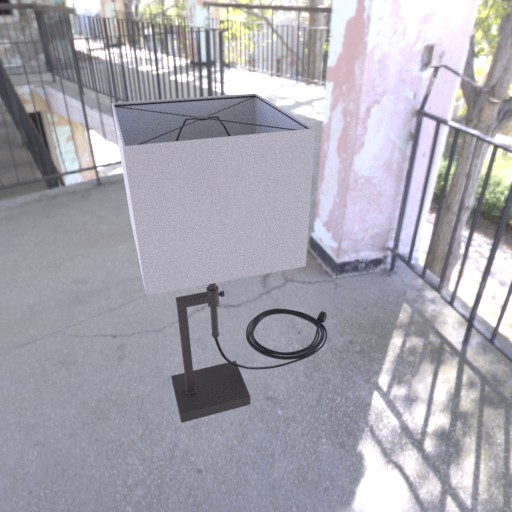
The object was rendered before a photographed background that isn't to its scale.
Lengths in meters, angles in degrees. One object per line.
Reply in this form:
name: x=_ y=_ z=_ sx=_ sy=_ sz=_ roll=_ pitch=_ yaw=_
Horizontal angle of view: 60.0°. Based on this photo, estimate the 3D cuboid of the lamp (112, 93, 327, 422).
lamp: x=0.000 y=0.000 z=0.985 sx=0.504 sy=0.660 sz=0.399 roll=-10 pitch=32 yaw=-16
